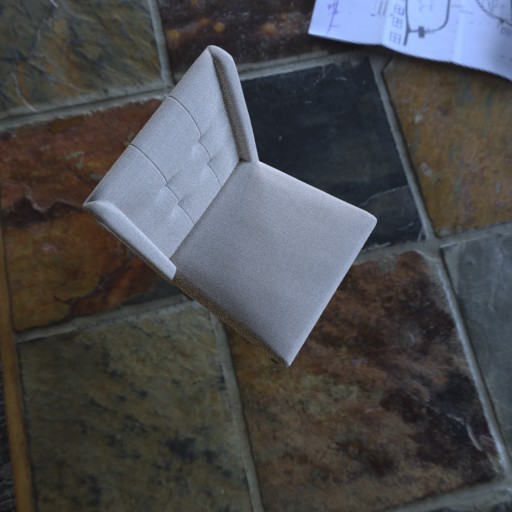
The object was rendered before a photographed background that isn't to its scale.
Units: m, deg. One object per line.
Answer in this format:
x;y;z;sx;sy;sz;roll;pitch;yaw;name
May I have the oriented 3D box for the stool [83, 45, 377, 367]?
0.000;0.000;1.368;0.509;1.116;0.474;32;78;8;stool
